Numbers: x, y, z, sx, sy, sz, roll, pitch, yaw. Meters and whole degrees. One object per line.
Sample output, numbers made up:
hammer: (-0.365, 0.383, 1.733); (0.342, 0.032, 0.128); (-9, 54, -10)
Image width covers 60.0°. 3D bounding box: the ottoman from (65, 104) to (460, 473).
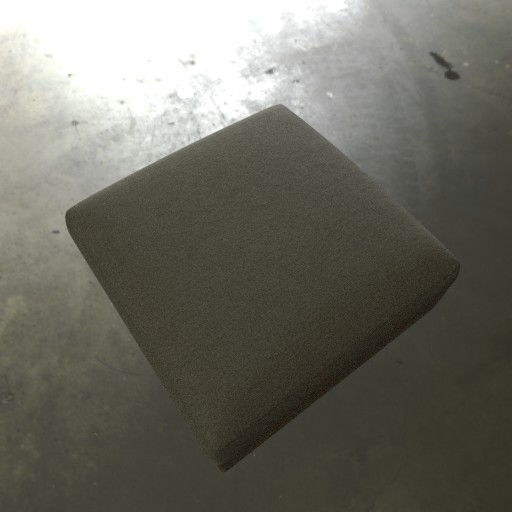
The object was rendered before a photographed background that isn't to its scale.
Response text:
ottoman: (0.000, 0.000, 1.644); (1.041, 0.470, 1.041); (-32, 63, -18)
